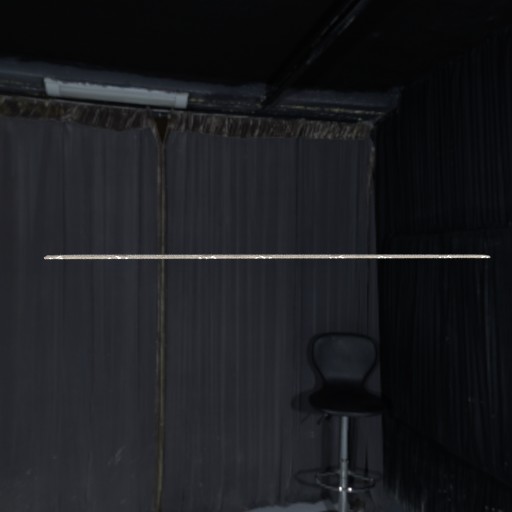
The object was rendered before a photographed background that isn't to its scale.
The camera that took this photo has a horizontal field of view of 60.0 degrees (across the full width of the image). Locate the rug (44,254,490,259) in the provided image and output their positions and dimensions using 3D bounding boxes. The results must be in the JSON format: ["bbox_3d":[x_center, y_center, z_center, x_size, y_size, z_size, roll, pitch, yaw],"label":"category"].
[{"bbox_3d":[0.000,0.000,2.318,1.836,0.012,1.239,0,0,-17],"label":"rug"}]
